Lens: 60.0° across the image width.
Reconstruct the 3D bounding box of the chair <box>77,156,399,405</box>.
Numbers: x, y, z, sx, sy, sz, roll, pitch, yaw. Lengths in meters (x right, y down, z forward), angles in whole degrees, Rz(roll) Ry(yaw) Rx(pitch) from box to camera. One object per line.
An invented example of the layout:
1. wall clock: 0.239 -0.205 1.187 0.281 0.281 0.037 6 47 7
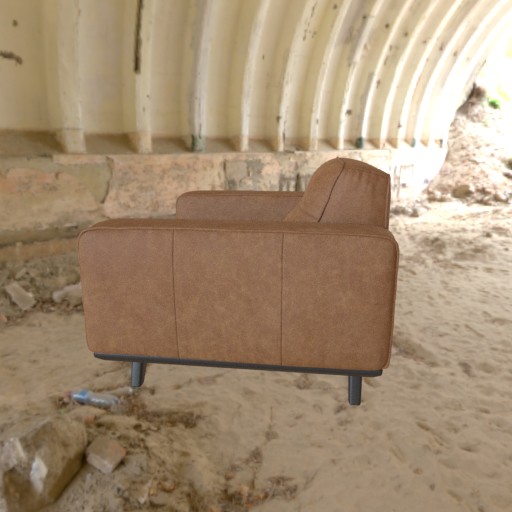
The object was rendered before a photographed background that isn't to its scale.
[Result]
1. chair: 0.000 0.000 1.806 0.952 0.782 1.118 2 14 8
